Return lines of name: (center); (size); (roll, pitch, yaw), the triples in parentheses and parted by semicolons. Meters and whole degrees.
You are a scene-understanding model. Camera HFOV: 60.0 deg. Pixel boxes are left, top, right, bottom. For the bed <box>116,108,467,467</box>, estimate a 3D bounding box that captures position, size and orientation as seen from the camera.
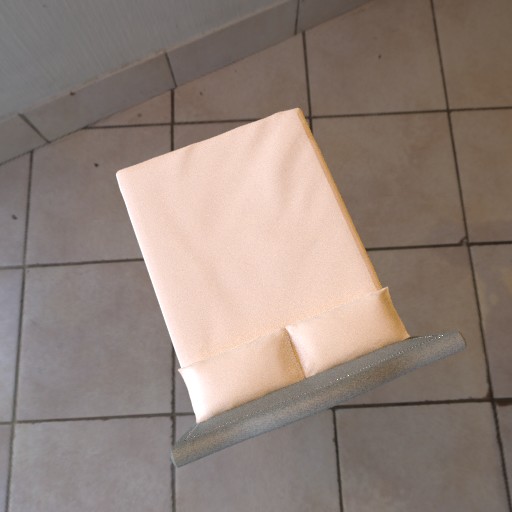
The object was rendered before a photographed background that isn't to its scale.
bed: (0.000, 0.000, 3.251); (1.753, 1.460, 2.143); (-21, 78, -5)
